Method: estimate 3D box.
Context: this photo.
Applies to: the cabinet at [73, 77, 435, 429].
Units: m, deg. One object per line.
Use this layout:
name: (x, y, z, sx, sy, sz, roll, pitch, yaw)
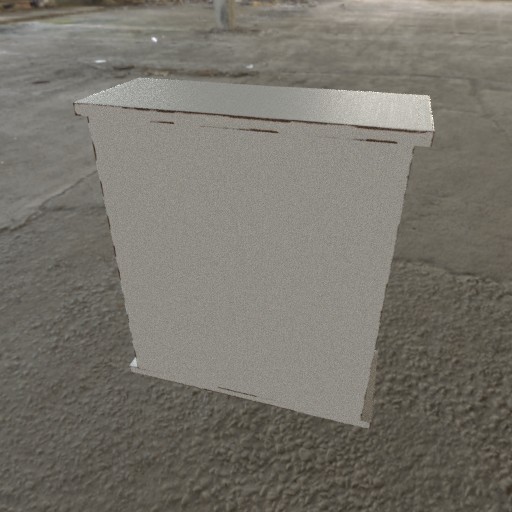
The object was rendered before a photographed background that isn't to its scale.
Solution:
cabinet: (0.000, 0.000, 0.880, 0.541, 0.603, 0.210, 9, 34, 14)
